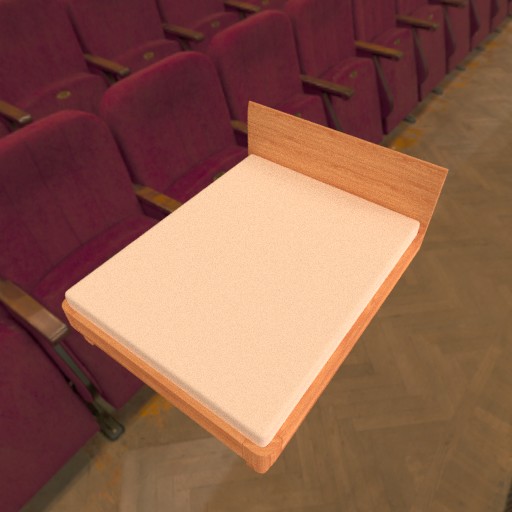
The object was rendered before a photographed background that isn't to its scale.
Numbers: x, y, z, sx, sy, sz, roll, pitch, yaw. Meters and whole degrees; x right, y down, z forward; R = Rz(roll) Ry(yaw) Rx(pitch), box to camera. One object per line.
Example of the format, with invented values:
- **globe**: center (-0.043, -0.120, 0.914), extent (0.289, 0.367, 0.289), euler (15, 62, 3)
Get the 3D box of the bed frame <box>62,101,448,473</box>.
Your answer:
- **bed frame**: center (0.000, 0.000, 3.048), extent (1.660, 0.940, 2.092), euler (28, 51, 25)
